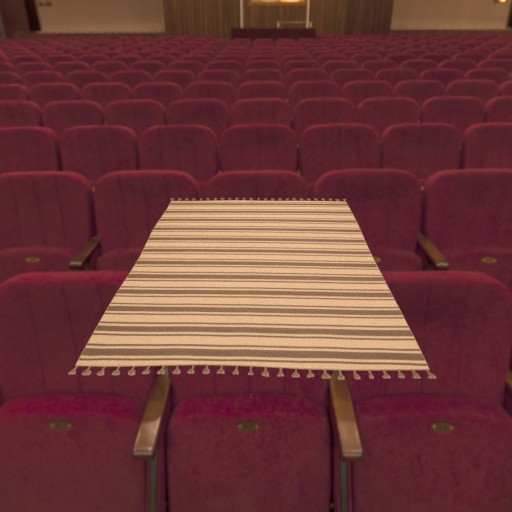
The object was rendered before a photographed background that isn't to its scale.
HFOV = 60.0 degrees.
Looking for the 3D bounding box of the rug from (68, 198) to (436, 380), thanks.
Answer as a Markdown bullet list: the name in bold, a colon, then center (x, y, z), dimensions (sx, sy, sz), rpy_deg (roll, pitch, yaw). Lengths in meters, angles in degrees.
- **rug**: center (0.000, 0.000, 3.786), dimensions (2.030, 0.017, 3.040), rpy_deg (0, 26, 1)
